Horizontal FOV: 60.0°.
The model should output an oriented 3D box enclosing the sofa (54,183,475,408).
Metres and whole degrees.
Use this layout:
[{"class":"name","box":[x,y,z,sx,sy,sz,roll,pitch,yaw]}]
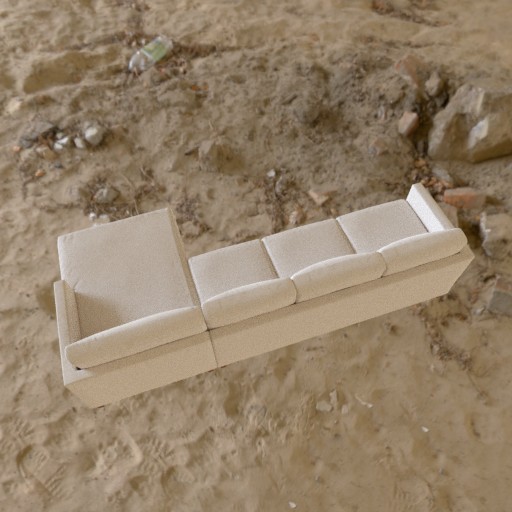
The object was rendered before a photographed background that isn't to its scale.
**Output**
[{"class":"sofa","box":[0.000,0.000,4.114,3.471,0.954,1.606,-16,58,-10]}]
